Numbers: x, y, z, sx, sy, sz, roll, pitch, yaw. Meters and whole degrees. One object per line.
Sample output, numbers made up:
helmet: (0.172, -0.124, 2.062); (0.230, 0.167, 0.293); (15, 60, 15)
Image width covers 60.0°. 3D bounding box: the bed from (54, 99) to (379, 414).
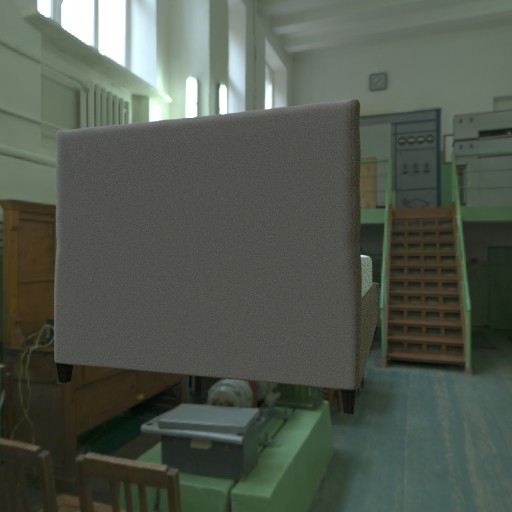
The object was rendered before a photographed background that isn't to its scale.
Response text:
bed: (0.000, 0.000, 3.284); (1.696, 1.426, 2.233); (0, 0, 18)
